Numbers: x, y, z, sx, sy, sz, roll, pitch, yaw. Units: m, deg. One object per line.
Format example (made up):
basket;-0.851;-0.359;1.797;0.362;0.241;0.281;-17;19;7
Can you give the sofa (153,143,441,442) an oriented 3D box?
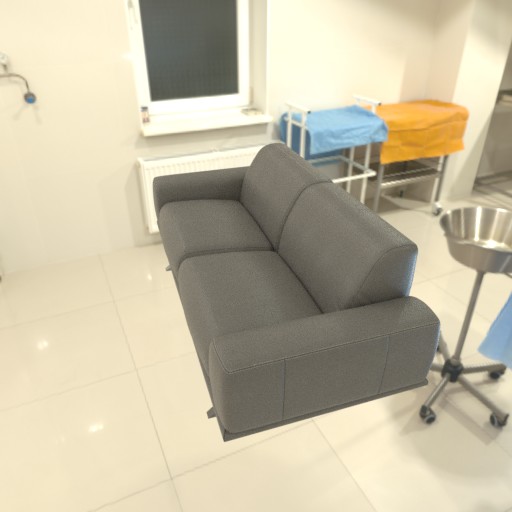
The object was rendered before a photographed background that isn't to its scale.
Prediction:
sofa;0.000;0.000;2.393;0.900;0.772;1.901;-10;32;-16
